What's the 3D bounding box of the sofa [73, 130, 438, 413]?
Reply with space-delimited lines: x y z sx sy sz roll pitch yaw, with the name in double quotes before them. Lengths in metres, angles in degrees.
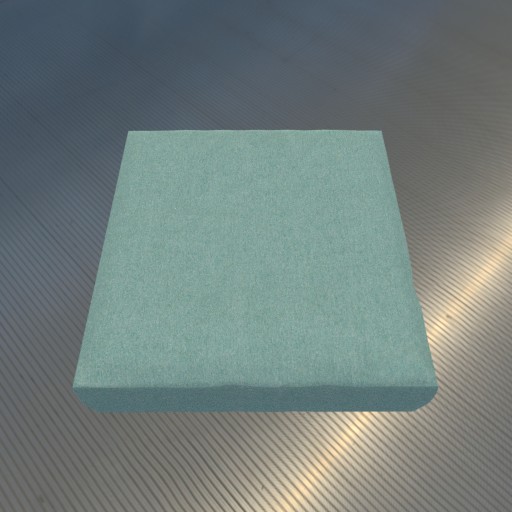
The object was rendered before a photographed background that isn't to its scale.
"sofa" 0.000 0.000 1.436 0.930 0.330 0.930 0 58 0
